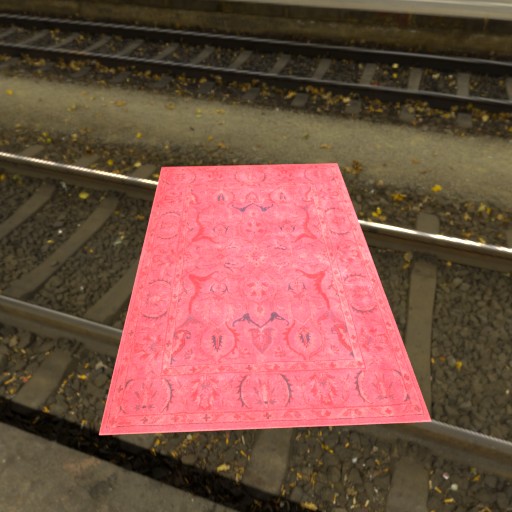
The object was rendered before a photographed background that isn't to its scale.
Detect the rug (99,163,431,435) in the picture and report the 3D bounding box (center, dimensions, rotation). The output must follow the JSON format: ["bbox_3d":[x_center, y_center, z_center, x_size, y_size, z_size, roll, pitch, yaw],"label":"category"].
[{"bbox_3d":[0.000,0.000,2.956,1.534,0.010,2.423,-2,41,-2],"label":"rug"}]
